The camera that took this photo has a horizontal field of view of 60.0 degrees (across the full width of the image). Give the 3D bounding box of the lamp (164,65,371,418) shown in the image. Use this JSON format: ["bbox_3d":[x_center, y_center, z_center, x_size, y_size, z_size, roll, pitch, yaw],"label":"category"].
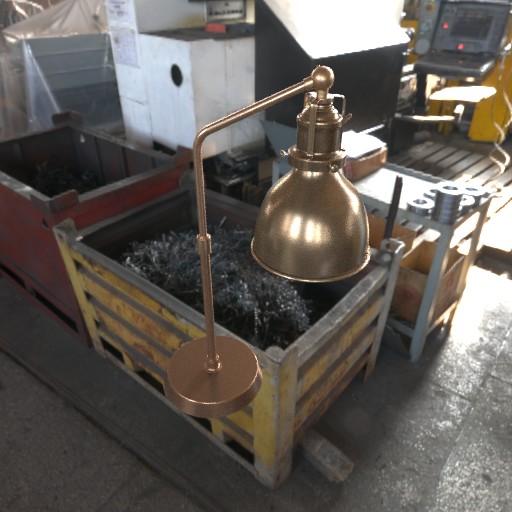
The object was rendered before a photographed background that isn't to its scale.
[{"bbox_3d":[0.000,0.000,0.570,0.286,0.456,0.153,1,33,2],"label":"lamp"}]
